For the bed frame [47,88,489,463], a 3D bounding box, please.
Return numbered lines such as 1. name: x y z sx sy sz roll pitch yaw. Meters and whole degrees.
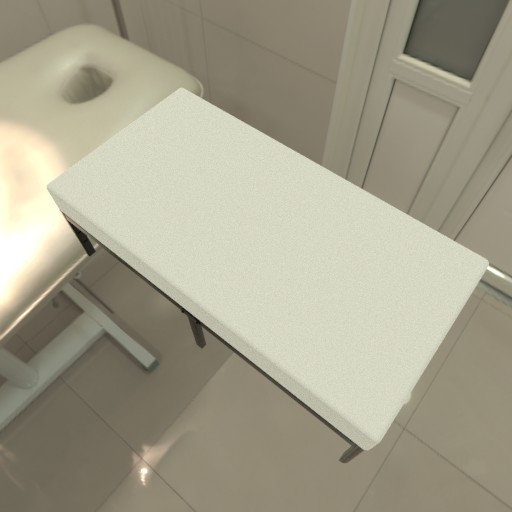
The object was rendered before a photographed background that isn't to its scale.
1. bed frame: 0.000 0.000 2.402 1.950 0.659 1.023 34 64 19
